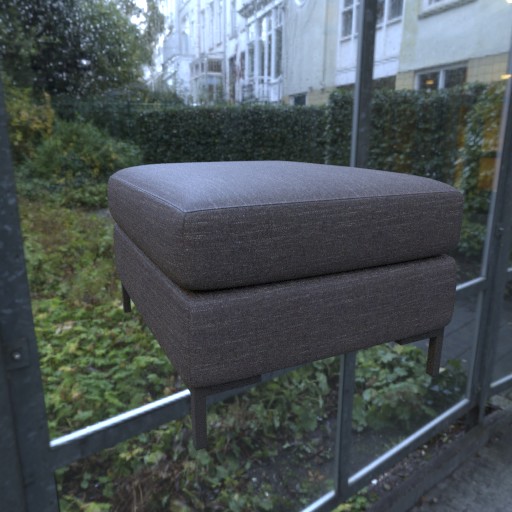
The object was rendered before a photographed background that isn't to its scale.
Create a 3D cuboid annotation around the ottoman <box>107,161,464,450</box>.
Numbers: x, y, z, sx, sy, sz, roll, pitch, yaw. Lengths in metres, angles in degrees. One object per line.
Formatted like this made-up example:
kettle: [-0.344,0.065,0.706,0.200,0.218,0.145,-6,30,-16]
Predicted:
ottoman: [0.000,0.000,1.218,0.671,0.490,0.820,-7,17,-25]
